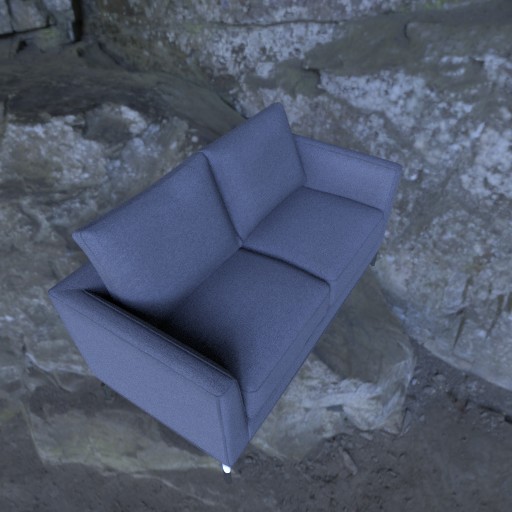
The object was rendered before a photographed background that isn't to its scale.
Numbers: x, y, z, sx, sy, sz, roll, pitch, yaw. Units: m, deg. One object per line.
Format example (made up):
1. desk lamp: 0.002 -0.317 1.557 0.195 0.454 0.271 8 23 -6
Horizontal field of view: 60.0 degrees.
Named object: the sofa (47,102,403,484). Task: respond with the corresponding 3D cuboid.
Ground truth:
1. sofa: 0.000 0.000 2.087 0.803 0.924 1.594 23 47 24
